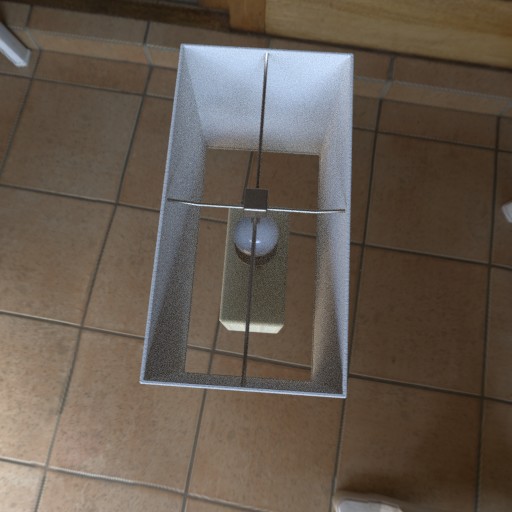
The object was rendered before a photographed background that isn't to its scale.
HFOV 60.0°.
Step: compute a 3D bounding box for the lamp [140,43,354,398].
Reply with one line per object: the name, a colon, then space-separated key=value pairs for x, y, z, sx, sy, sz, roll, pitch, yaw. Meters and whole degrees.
lamp: x=0.000 y=0.000 z=0.706 sx=0.200 sy=0.515 sz=0.380 roll=4 pitch=77 yaw=1
